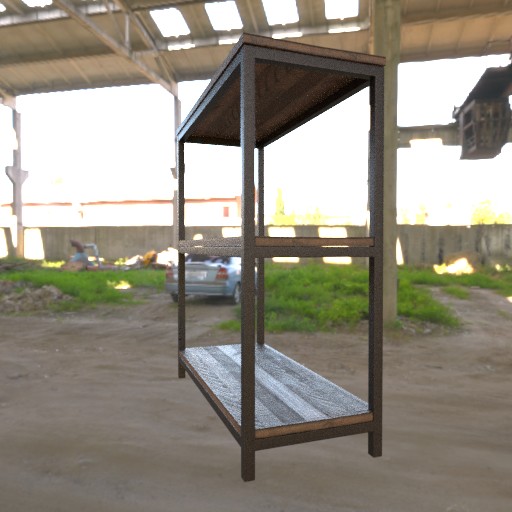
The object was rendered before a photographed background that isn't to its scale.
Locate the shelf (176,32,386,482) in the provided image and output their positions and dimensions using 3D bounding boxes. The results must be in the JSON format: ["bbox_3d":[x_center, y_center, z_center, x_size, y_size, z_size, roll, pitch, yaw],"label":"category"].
[{"bbox_3d":[0.000,0.000,1.377,0.352,0.947,0.822,0,1,-20],"label":"shelf"}]
